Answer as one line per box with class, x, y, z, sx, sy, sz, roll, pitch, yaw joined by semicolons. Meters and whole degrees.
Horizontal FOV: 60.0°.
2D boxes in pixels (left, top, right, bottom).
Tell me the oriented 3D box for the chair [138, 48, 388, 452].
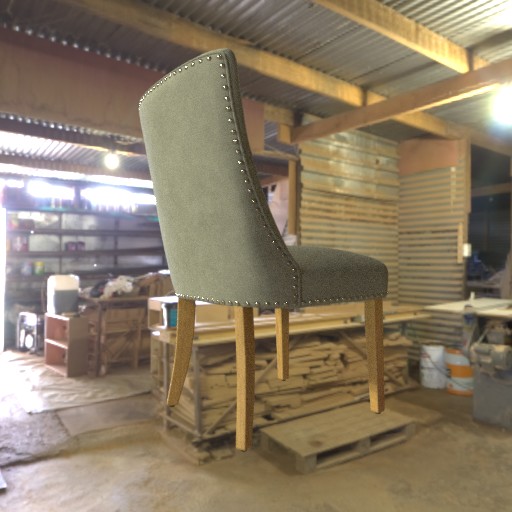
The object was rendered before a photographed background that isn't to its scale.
chair;0.000;0.000;1.280;0.610;0.902;0.495;0;0;-36
